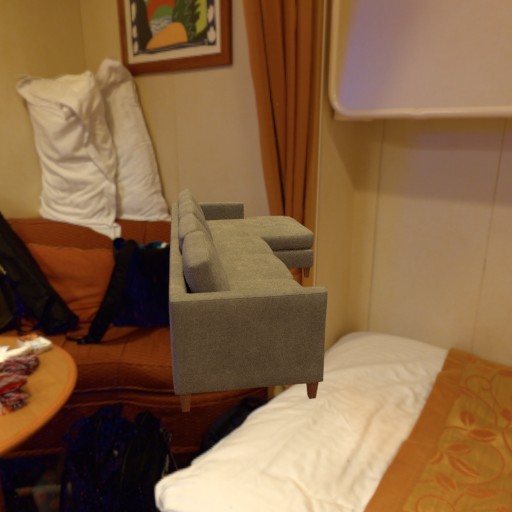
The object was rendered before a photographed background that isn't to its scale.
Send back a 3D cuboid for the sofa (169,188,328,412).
[{"bbox_3d":[0.000,0.000,4.262,1.604,0.950,3.471,-3,16,-10],"label":"sofa"}]
